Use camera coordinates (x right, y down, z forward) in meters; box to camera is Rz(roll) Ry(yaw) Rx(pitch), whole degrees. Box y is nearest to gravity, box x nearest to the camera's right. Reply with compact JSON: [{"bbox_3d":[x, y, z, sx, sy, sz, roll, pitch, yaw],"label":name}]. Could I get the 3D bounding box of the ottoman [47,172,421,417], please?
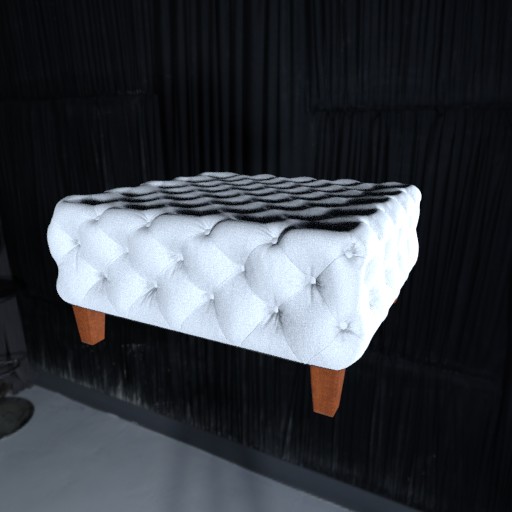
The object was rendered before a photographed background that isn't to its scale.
[{"bbox_3d":[0.000,0.000,1.201,0.764,0.365,0.758,8,19,26],"label":"ottoman"}]
